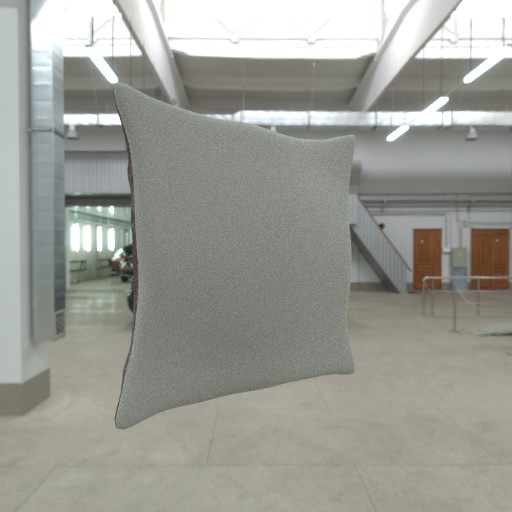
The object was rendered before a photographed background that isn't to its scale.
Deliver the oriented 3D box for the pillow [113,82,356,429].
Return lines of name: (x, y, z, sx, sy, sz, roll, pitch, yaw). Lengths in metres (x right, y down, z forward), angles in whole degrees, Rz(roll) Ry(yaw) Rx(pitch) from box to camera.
pillow: (0.000, 0.000, 0.802, 0.514, 0.513, 0.163, -1, 1, -36)
